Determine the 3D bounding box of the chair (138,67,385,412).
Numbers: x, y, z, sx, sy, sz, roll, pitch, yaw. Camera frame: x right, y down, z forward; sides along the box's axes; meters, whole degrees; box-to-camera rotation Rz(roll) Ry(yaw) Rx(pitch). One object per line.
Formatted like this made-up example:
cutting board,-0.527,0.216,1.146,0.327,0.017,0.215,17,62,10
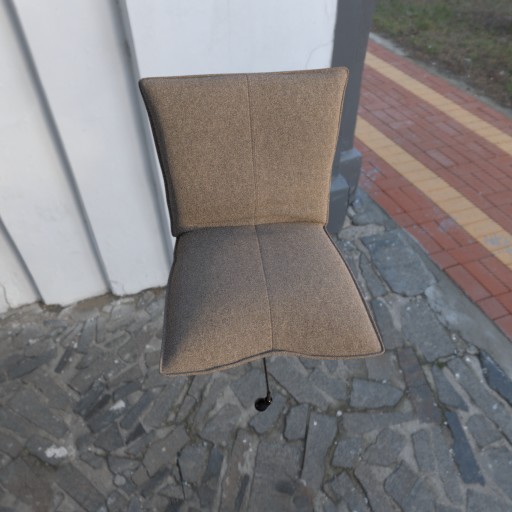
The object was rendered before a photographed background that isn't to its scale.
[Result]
chair,0.000,0.000,1.295,0.597,0.811,0.696,-4,45,-4
